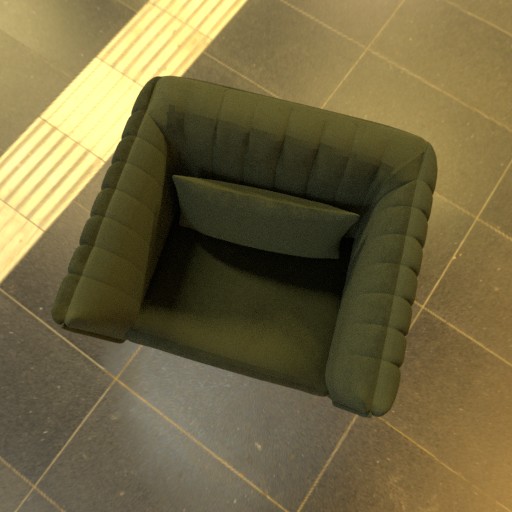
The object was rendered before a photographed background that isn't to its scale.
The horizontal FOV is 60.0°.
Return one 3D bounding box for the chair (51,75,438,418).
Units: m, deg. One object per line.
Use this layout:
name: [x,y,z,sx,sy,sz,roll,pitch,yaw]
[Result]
chair: [0.000,0.000,1.637,1.032,0.794,0.877,15,75,4]
